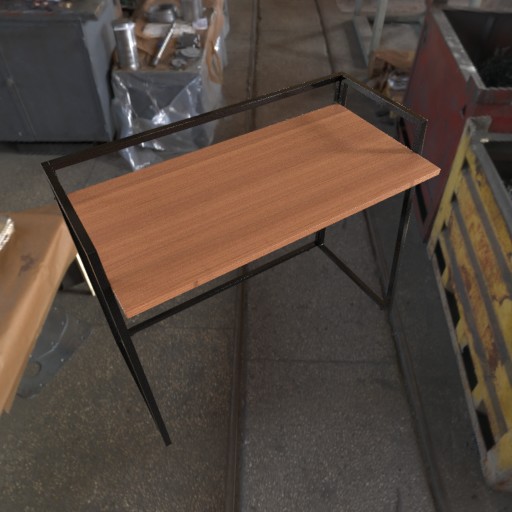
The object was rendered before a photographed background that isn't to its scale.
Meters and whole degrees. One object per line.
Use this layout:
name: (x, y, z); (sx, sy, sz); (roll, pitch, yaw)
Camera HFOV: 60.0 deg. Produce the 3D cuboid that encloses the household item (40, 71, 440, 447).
household item: (0.000, 0.000, 1.541); (1.050, 0.860, 0.510); (-25, 51, -22)
